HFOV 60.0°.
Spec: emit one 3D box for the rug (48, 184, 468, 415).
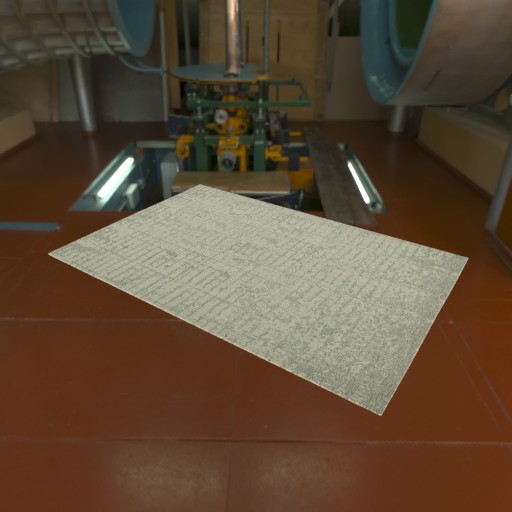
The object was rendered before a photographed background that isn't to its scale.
[{"bbox_3d":[0.000,0.000,2.303,1.827,0.007,1.211,19,35,30],"label":"rug"}]
